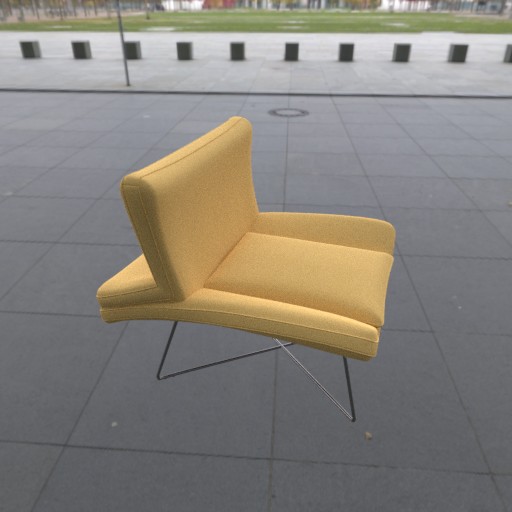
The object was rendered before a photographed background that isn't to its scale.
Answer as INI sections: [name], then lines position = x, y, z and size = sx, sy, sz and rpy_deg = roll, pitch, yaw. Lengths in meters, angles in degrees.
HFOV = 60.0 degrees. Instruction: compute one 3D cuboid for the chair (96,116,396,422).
[chair]
position = 0.000, 0.000, 1.708
size = 1.008, 0.855, 0.859
rpy_deg = 10, 31, 17
